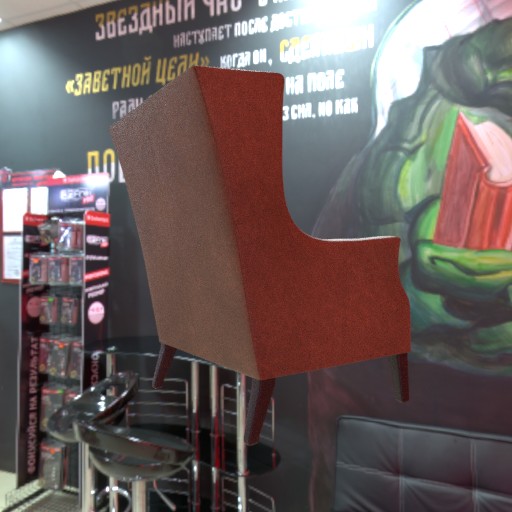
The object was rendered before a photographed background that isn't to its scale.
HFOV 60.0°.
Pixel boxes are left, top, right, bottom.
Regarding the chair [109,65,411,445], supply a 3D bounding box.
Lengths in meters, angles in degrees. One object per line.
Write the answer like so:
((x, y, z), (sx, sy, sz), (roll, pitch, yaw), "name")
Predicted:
((0.000, 0.000, 1.705), (0.913, 1.088, 0.815), (0, 0, -36), "chair")
